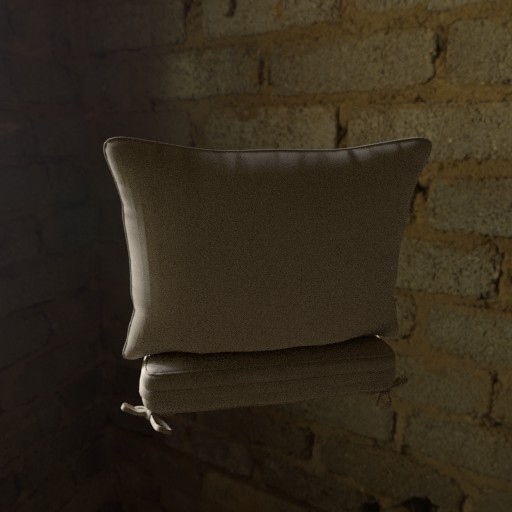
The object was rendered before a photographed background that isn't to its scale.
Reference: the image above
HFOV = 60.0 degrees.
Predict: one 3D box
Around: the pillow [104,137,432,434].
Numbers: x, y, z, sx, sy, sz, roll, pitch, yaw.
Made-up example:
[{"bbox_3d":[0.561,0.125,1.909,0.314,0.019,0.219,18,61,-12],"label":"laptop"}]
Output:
[{"bbox_3d":[0.000,0.000,1.367,0.798,0.716,0.733,-3,16,-10],"label":"pillow"}]
